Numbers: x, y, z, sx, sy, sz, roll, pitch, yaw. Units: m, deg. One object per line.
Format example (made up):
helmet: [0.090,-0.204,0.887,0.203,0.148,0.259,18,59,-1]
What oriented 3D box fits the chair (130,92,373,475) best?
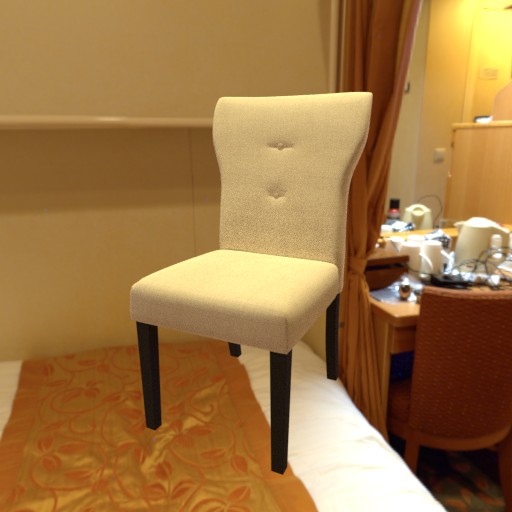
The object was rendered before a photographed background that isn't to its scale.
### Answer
chair: [0.000,0.000,1.279,0.509,0.921,0.597,7,17,25]
